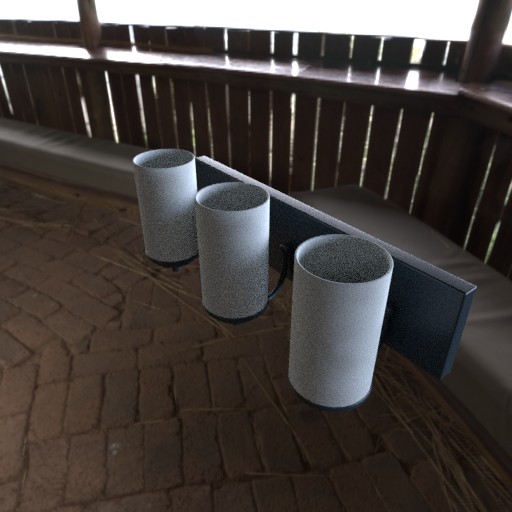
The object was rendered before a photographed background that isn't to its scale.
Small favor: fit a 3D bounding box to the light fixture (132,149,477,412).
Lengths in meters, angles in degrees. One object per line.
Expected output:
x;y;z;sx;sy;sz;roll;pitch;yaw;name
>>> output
0.000;0.000;0.531;0.145;0.172;0.451;-22;37;-32;light fixture
